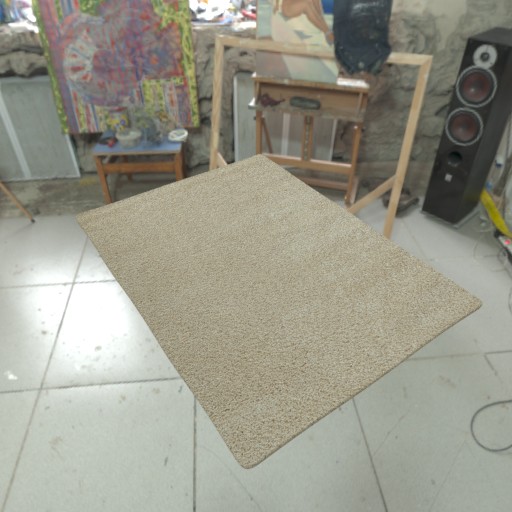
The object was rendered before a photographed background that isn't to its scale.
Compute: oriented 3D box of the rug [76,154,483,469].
[{"bbox_3d":[0.000,0.000,2.082,1.199,0.025,1.600,-24,46,-26],"label":"rug"}]
